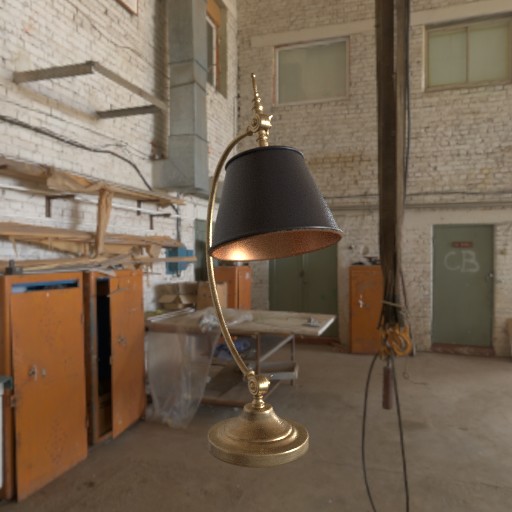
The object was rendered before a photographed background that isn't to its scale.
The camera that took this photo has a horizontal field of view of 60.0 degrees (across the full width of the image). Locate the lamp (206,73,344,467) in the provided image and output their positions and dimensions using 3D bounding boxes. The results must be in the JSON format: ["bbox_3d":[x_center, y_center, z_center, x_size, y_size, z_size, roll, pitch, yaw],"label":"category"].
[{"bbox_3d":[0.000,0.000,0.809,0.235,0.675,0.344,0,0,-36],"label":"lamp"}]
